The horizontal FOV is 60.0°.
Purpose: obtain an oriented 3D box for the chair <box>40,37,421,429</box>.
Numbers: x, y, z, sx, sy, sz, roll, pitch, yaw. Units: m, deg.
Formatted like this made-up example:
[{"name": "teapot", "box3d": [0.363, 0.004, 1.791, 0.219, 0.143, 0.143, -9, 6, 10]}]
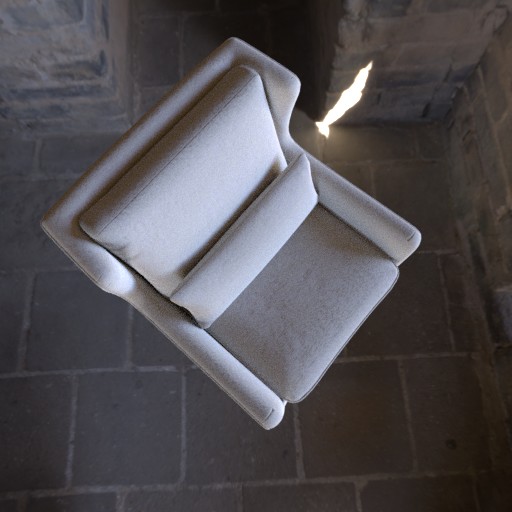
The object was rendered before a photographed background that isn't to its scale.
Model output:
[{"name": "chair", "box3d": [0.000, 0.000, 1.865, 1.040, 1.056, 0.982, 39, 78, 10]}]
